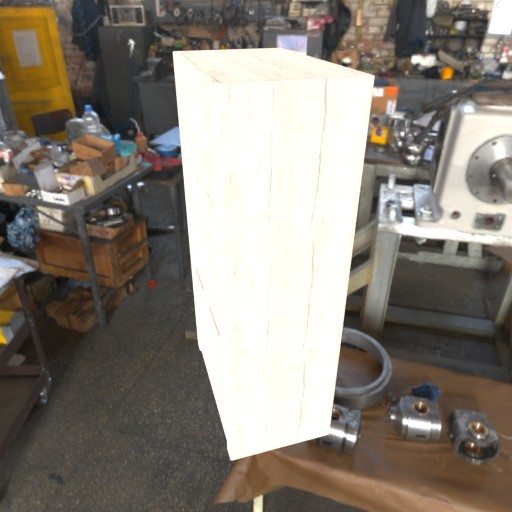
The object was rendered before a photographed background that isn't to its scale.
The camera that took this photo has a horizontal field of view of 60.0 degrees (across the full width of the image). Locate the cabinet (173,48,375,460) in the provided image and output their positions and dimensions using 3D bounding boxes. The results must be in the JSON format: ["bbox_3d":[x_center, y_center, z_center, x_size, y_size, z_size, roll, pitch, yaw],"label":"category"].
[{"bbox_3d":[0.000,0.000,2.382,0.580,1.930,0.980,-9,32,-14],"label":"cabinet"}]
